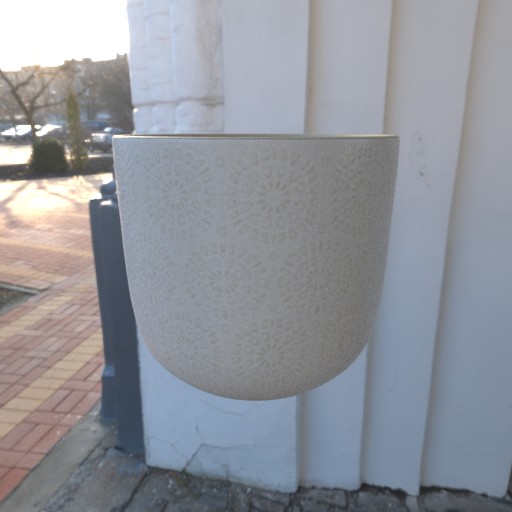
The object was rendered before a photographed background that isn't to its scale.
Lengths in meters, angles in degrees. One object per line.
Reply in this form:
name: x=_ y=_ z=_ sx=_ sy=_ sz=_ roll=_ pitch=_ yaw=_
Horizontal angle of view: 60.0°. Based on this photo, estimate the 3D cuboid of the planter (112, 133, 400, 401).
planter: x=0.000 y=0.000 z=0.360 sx=0.208 sy=0.190 sz=0.208 roll=0 pitch=16 yaw=0
